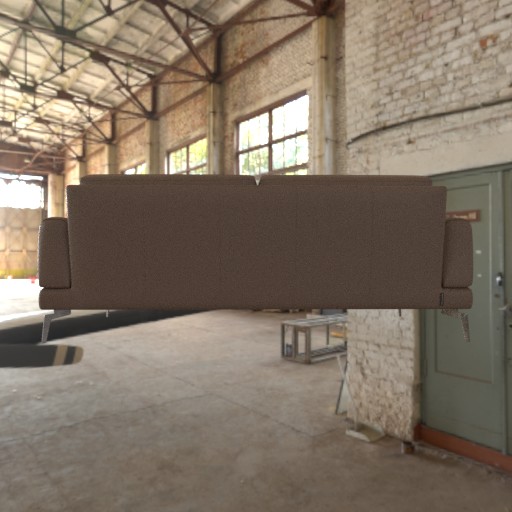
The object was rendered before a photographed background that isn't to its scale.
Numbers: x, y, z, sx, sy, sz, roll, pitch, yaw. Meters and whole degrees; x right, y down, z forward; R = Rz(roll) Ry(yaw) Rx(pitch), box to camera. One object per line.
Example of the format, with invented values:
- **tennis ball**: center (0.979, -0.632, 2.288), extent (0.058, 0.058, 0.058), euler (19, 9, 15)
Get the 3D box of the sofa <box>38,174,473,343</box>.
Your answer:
- **sofa**: center (0.000, 0.000, 2.361), extent (1.940, 0.765, 0.974), euler (0, 0, -1)
